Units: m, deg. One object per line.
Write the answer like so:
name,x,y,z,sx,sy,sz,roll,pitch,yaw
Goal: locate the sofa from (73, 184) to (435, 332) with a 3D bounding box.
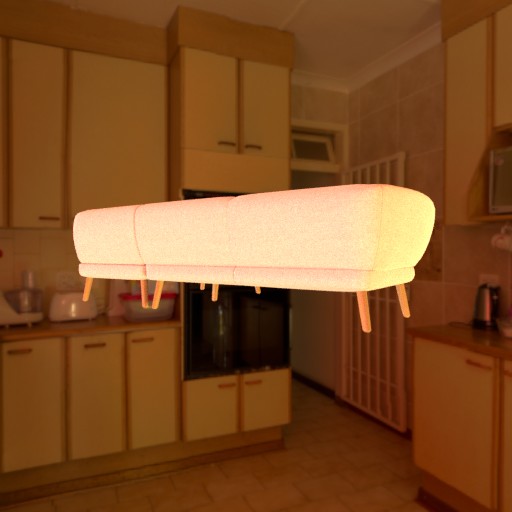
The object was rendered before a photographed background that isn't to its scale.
sofa,0.000,0.000,3.397,2.660,0.730,1.610,0,0,36
